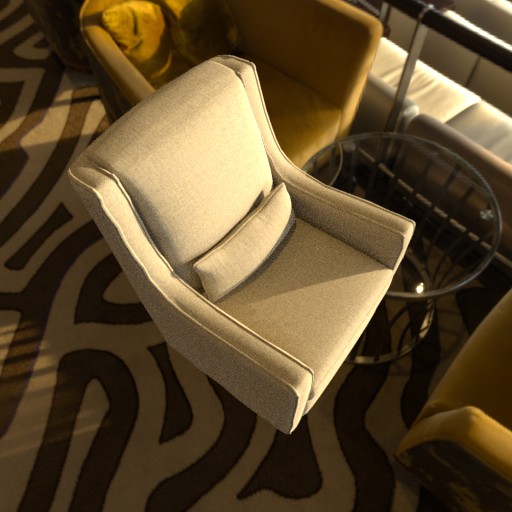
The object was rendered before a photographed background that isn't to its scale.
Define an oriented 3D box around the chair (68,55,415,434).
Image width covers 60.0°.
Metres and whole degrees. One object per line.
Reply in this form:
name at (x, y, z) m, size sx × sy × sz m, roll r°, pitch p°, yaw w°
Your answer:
chair at (0.000, 0.000, 1.590) m, size 0.879 × 0.993 × 0.732 m, roll 32°, pitch 63°, yaw 19°
